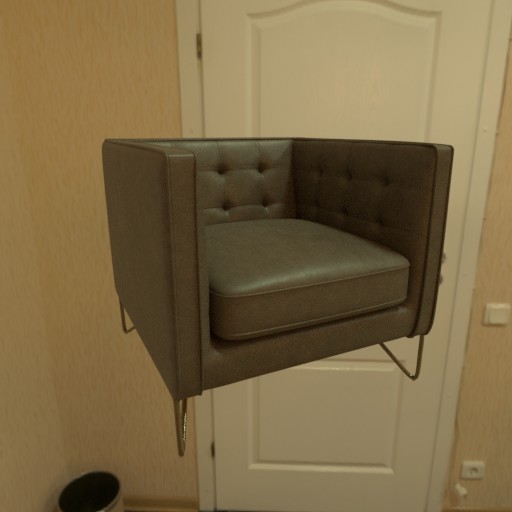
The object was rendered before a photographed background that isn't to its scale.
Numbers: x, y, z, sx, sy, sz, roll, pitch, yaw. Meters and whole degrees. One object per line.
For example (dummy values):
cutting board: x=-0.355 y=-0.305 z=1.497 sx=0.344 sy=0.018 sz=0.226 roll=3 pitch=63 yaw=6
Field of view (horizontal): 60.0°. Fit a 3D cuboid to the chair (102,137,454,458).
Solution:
chair: x=0.000 y=0.000 z=1.560 sx=0.880 sy=0.790 sz=0.894 roll=-8 pitch=18 yaw=-25
